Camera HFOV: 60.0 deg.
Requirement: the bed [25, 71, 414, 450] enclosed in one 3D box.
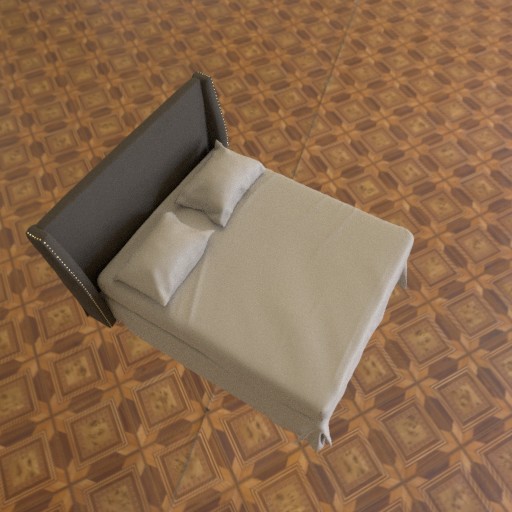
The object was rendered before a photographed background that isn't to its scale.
[{"bbox_3d":[0.000,0.000,3.441,2.276,1.332,1.925,27,62,16],"label":"bed"}]
